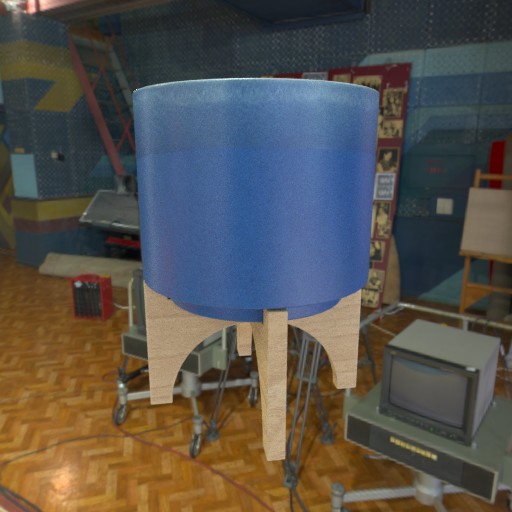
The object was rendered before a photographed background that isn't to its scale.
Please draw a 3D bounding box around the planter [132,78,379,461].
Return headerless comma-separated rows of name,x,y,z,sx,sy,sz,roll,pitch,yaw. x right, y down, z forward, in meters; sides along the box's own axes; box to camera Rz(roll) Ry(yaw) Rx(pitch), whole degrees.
planter,0.000,0.000,0.387,0.192,0.263,0.192,0,13,0
